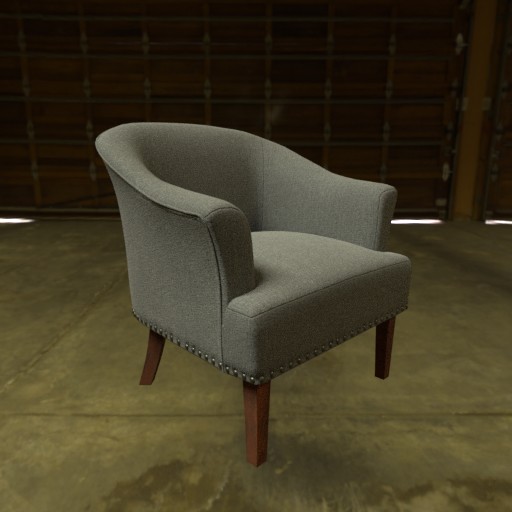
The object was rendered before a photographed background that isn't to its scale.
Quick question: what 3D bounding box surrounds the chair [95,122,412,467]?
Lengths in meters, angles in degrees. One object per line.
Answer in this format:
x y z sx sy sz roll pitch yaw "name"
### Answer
0.000 0.000 1.373 0.798 0.815 0.704 -13 18 -43 "chair"
